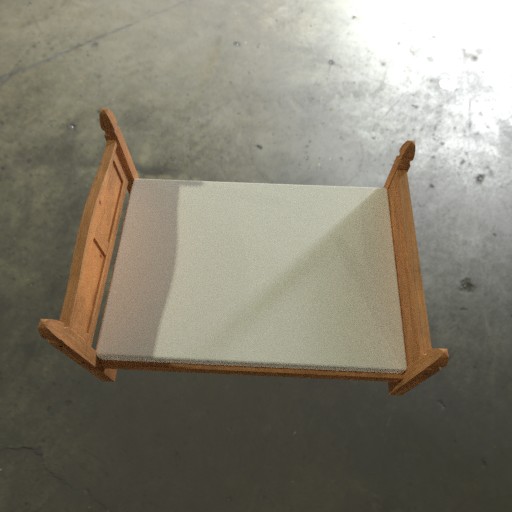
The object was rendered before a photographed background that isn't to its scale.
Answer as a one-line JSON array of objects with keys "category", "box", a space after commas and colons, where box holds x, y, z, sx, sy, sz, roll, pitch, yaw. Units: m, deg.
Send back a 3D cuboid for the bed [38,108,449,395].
[{"category": "bed", "box": [0.000, 0.000, 2.916, 2.069, 1.100, 1.490, 2, 62, 1]}]
